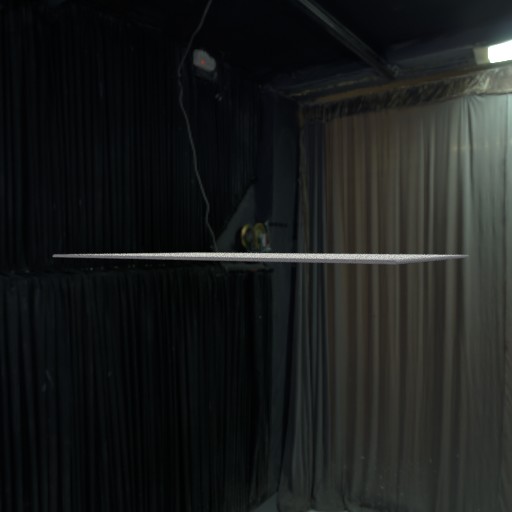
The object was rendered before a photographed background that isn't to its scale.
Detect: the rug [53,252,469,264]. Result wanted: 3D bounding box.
[{"bbox_3d":[0.000,0.000,2.103,1.676,0.013,1.067,1,1,35],"label":"rug"}]
